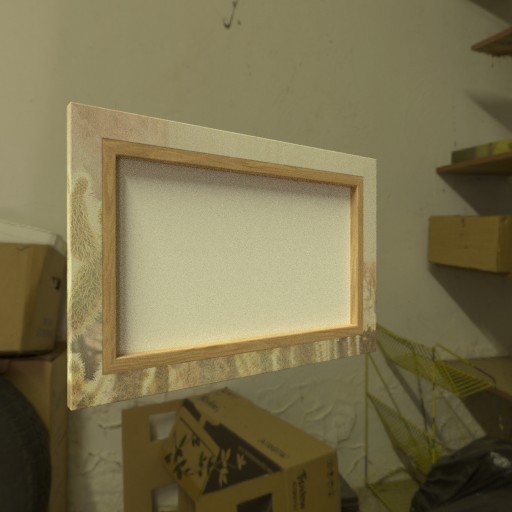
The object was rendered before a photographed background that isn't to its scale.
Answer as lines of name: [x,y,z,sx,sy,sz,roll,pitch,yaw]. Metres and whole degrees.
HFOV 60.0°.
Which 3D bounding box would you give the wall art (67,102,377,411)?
wall art: [0.000,0.000,1.433,1.142,0.758,0.041,0,0,-36]
